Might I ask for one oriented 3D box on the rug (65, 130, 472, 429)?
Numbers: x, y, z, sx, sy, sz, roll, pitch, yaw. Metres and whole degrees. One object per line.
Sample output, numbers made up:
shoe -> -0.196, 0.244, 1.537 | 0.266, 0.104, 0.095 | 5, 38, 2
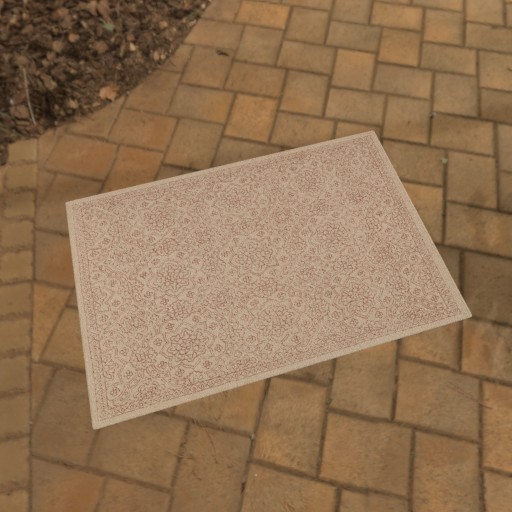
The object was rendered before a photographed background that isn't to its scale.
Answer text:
rug -> 0.000, 0.000, 2.291 | 1.829, 0.010, 1.219 | -15, 65, -7
